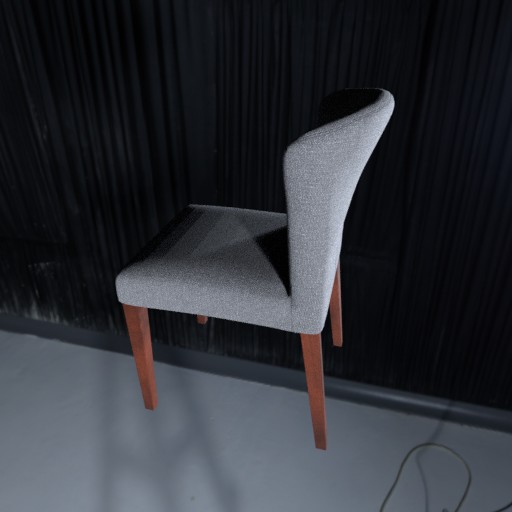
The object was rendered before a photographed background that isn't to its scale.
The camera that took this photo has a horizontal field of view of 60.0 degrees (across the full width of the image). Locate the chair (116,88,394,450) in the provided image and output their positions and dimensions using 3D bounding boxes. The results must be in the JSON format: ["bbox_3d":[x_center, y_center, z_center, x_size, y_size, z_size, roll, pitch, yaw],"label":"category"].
[{"bbox_3d":[0.000,0.000,1.175,0.589,0.839,0.491,7,30,13],"label":"chair"}]
